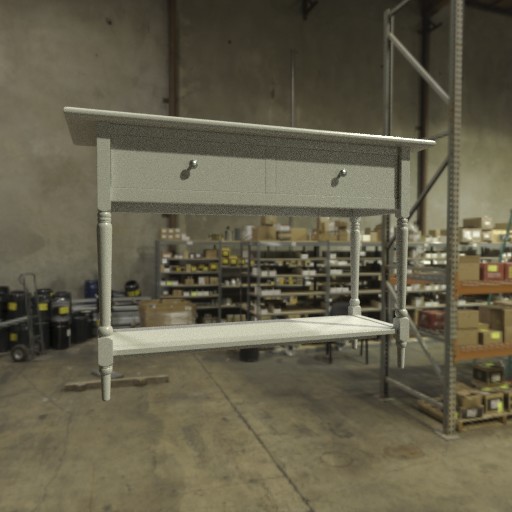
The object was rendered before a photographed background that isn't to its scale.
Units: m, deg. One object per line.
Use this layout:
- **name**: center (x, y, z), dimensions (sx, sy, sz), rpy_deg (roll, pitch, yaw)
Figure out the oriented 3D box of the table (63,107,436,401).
- **table**: center (0.000, 0.000, 1.545), dimensions (1.197, 0.808, 0.384), rpy_deg (-1, 2, -19)
